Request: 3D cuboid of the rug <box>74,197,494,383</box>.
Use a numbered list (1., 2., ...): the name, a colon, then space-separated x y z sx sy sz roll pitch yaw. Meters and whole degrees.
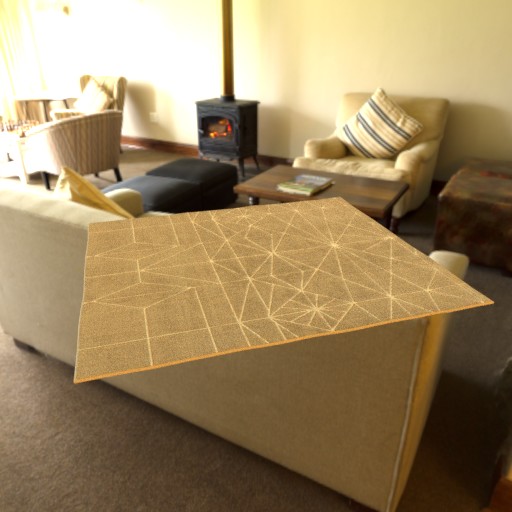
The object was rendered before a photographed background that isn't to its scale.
1. rug: 0.000 0.000 0.866 0.639 0.006 0.548 -8 27 -15
